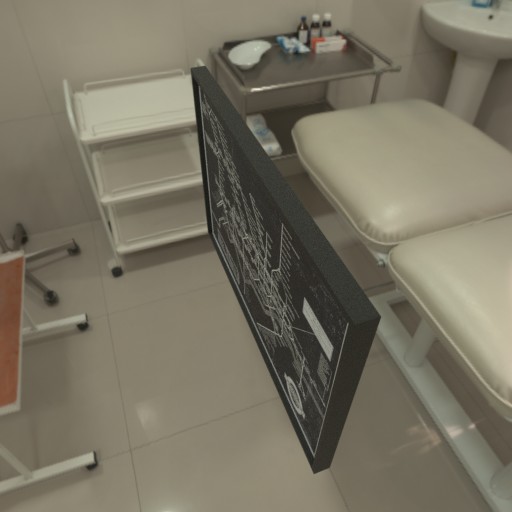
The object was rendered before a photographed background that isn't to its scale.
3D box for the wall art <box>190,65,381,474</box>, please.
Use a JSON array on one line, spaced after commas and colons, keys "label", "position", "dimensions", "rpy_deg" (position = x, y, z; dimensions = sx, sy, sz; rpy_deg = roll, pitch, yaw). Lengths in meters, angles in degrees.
[{"label": "wall art", "position": [0.000, 0.000, 0.559], "dimensions": [0.021, 0.301, 0.443], "rpy_deg": [-15, 48, -14]}]
